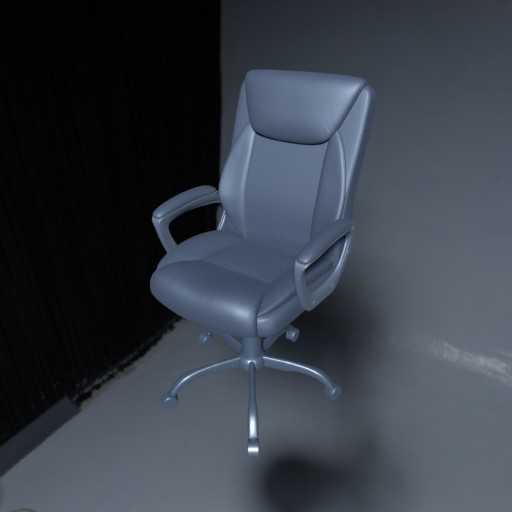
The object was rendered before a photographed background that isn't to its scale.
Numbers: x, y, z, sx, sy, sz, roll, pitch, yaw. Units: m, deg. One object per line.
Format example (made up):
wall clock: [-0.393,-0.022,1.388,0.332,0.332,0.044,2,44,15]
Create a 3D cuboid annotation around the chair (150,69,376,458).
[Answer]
chair: [0.000,0.000,1.448,0.615,1.072,0.655,18,33,29]
